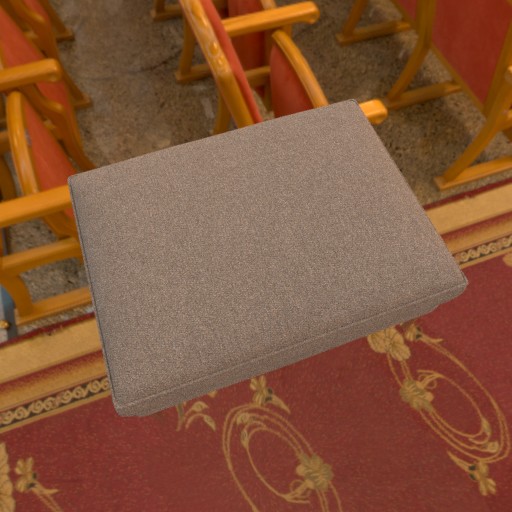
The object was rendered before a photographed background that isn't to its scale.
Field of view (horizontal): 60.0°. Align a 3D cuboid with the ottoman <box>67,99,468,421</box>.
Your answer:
[{"bbox_3d":[0.000,0.000,1.147,0.785,0.464,0.583,-18,65,-9],"label":"ottoman"}]
